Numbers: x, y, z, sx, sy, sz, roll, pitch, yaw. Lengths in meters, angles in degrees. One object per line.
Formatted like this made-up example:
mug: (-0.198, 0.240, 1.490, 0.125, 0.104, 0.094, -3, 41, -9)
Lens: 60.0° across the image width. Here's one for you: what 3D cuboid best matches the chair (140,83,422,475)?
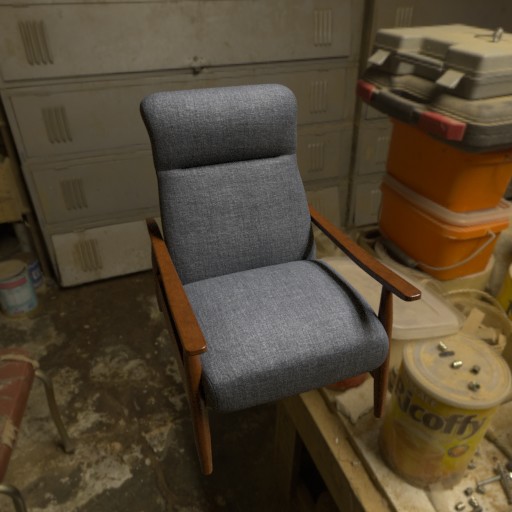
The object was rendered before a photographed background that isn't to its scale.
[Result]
chair: (0.000, 0.000, 1.745, 0.762, 1.082, 1.030, -11, 34, -16)
